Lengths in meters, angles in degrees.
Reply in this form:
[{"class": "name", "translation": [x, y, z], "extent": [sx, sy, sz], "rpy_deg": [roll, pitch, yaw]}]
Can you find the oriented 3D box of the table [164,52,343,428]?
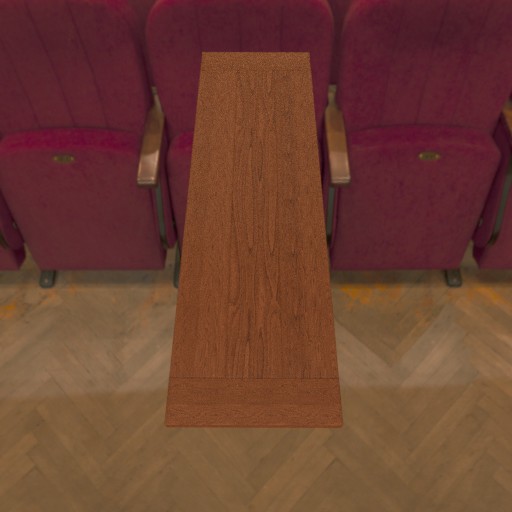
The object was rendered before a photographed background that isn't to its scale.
[{"class": "table", "translation": [0.000, 0.000, 1.849], "extent": [0.461, 0.852, 1.478], "rpy_deg": [0, 60, 0]}]
